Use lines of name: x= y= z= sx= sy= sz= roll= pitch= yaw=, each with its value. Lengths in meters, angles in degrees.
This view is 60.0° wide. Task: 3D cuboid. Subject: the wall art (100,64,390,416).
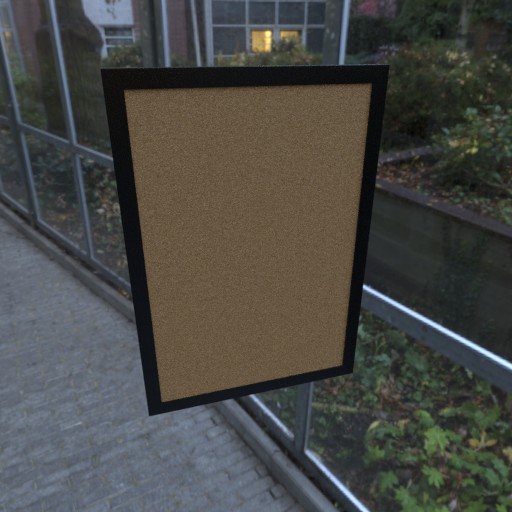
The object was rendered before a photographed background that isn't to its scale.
wall art: x=0.000 y=0.000 z=0.832 sx=0.462 sy=0.656 sz=0.019 roll=-7 pitch=27 yaw=-15
